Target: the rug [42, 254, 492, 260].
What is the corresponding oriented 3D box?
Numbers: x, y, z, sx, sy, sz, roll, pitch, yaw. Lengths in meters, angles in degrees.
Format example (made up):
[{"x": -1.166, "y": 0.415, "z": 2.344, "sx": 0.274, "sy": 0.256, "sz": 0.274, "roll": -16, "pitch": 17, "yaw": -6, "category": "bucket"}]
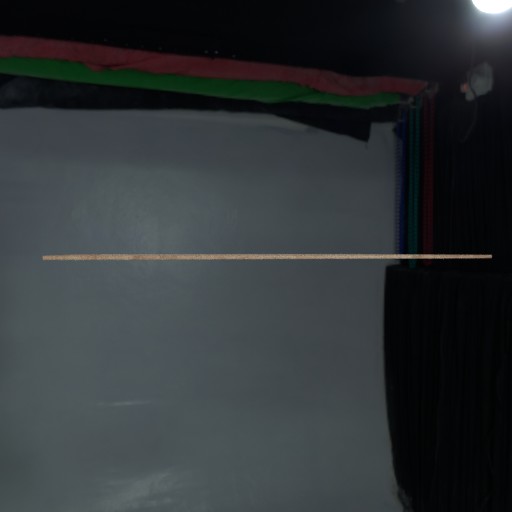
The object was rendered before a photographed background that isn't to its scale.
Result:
[{"x": 0.000, "y": 0.000, "z": 2.280, "sx": 1.829, "sy": 0.014, "sz": 1.219, "roll": 0, "pitch": 0, "yaw": -18, "category": "rug"}]
